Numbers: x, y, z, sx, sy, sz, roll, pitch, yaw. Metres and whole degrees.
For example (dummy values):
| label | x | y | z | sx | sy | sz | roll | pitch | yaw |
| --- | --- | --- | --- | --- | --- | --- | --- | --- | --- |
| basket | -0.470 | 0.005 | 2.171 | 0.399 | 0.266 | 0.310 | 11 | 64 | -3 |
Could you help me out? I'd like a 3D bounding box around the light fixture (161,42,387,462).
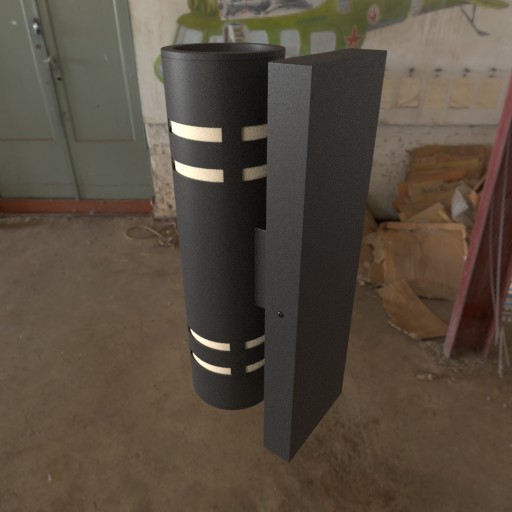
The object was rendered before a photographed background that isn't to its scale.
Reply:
| label | x | y | z | sx | sy | sz | roll | pitch | yaw |
| --- | --- | --- | --- | --- | --- | --- | --- | --- | --- |
| light fixture | 0.000 | 0.000 | 0.390 | 0.149 | 0.330 | 0.105 | 20 | 35 | 31 |
